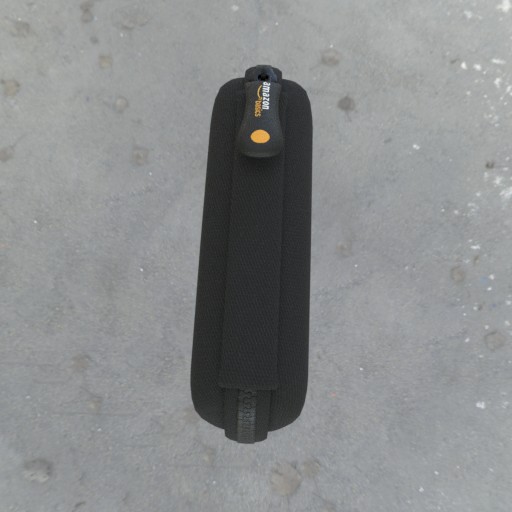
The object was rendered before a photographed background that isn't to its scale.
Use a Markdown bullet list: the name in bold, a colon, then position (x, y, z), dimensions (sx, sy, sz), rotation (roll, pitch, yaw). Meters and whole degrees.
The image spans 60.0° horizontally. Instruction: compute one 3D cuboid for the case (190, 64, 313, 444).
- **case**: position (0.000, 0.000, 0.176), dimensions (0.038, 0.105, 0.132), rotation (3, 76, 1)
